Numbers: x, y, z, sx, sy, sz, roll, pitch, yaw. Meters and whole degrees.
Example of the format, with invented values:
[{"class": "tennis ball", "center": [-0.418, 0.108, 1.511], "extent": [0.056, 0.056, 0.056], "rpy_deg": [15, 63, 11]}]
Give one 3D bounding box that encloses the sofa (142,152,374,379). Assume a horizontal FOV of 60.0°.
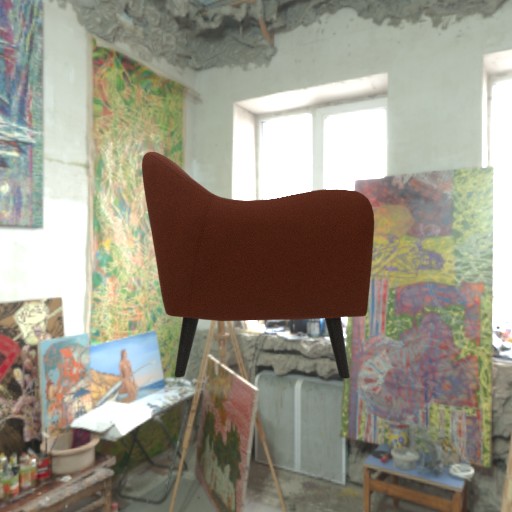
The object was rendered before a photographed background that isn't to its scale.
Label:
[{"class": "sofa", "center": [0.000, 0.000, 2.344], "extent": [0.820, 0.836, 1.840], "rpy_deg": [0, 1, 1]}]
